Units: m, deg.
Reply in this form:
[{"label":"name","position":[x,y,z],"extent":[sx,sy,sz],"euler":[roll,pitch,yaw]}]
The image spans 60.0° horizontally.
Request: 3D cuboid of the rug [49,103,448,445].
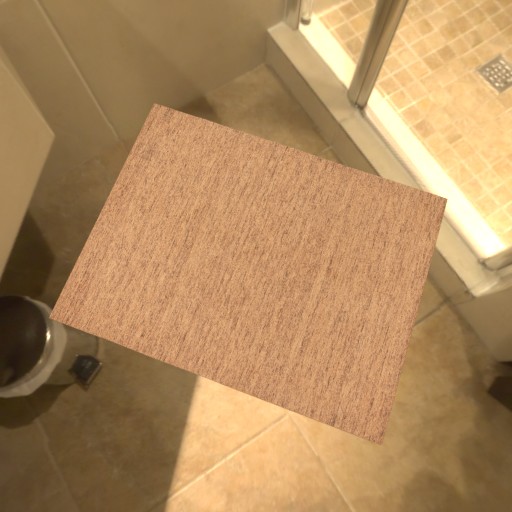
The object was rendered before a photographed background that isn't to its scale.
[{"label":"rug","position":[0.000,0.000,4.285],"extent":[3.205,0.013,2.448],"euler":[19,75,5]}]
